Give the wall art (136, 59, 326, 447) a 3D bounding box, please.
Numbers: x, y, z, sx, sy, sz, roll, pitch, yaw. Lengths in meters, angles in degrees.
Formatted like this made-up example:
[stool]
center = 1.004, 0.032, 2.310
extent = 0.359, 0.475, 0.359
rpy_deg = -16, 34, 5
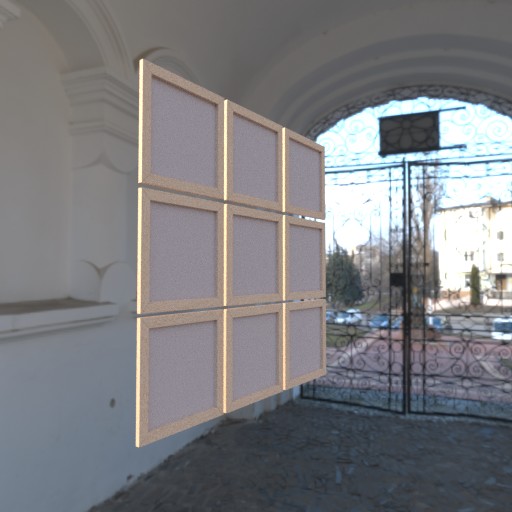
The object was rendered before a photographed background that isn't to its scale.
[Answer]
[wall art]
center = 0.000, 0.000, 1.866
extent = 0.016, 1.207, 1.217
rpy_deg = -2, -3, 37
